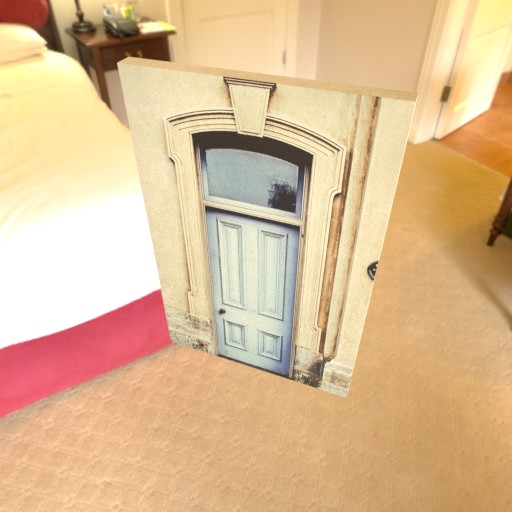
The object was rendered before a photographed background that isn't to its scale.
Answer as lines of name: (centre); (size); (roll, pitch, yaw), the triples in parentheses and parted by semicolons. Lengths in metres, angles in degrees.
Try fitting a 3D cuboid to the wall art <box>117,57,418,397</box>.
wall art: (0.000, 0.000, 0.968); (0.508, 0.764, 0.038); (14, 42, 16)
